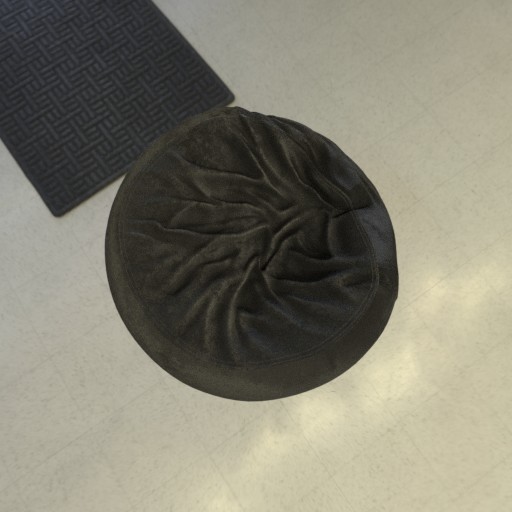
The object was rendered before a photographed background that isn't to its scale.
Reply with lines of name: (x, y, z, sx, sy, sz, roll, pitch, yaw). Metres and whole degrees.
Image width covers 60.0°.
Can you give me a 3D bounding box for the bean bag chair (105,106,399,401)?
bean bag chair: (0.000, 0.000, 1.488, 0.918, 0.605, 0.918, 0, 75, 0)
